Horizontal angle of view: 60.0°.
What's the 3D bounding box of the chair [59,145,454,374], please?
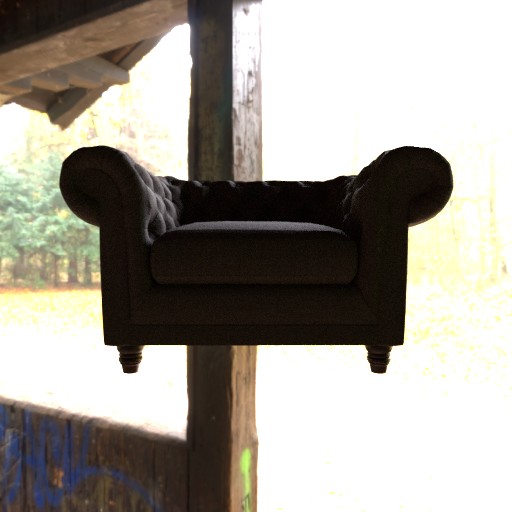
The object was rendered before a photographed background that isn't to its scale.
[{"bbox_3d":[0.000,0.000,1.887,1.298,0.780,0.945,0,0,0],"label":"chair"}]
